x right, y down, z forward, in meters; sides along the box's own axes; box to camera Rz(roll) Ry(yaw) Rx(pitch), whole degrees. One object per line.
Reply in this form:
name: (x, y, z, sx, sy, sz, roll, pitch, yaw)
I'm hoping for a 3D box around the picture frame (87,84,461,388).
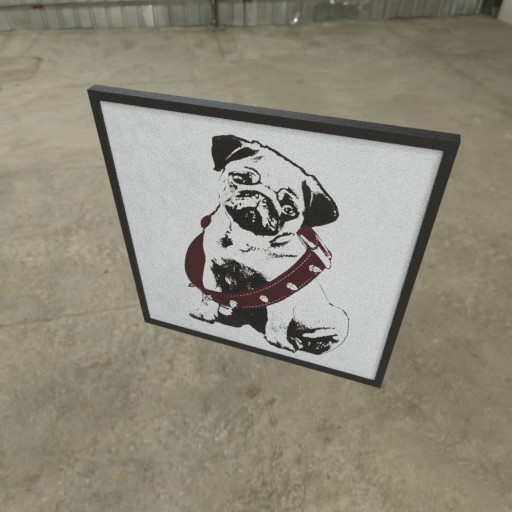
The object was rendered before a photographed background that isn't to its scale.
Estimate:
picture frame: (0.000, 0.000, 1.142, 0.775, 0.775, 0.032, 13, 42, 14)
